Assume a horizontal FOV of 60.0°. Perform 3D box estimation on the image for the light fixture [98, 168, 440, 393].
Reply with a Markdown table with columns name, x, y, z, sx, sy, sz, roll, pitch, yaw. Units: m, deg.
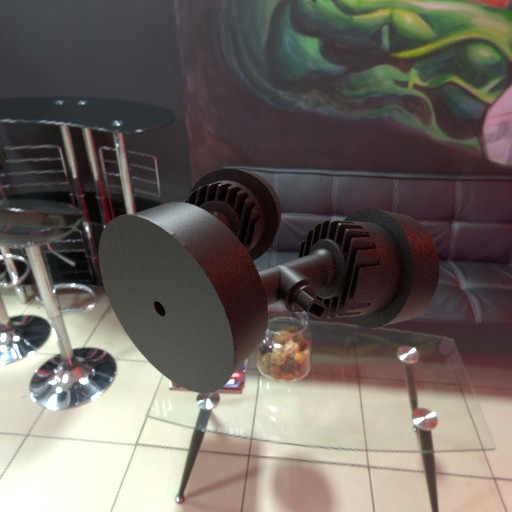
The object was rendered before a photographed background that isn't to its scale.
| name | x | y | z | sx | sy | sz | roll | pitch | yaw |
| --- | --- | --- | --- | --- | --- | --- | --- | --- | --- |
| light fixture | 0.000 | 0.000 | 0.301 | 0.213 | 0.120 | 0.168 | 22 | 38 | 33 |
